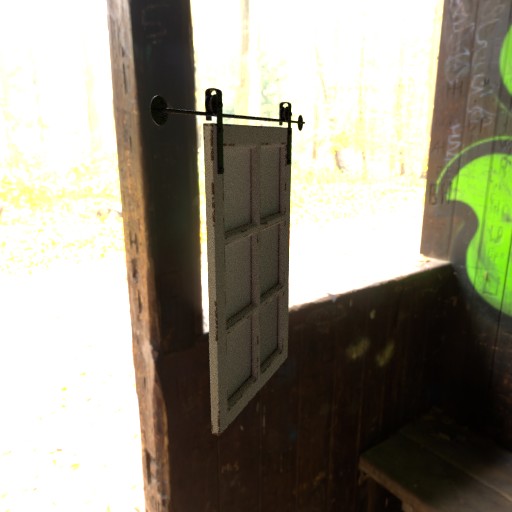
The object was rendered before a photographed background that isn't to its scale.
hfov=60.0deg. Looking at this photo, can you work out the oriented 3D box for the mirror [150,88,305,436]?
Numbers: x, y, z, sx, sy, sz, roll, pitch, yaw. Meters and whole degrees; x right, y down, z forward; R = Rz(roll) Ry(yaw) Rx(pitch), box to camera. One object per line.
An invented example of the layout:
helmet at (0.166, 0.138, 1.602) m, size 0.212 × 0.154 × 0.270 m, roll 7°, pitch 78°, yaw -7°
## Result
mirror at (0.000, 0.000, 1.239) m, size 0.037 × 0.844 × 0.808 m, roll 7°, pitch 16°, yaw 25°
